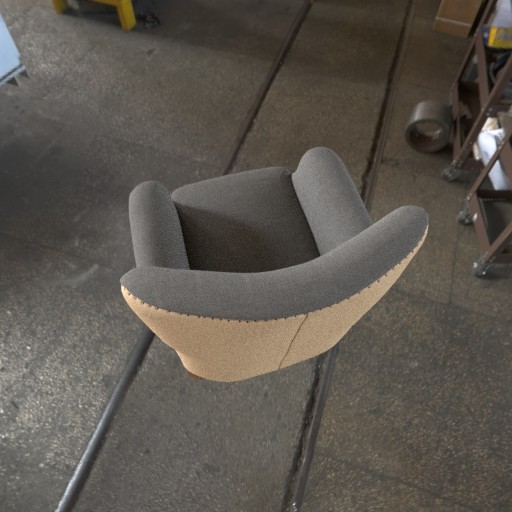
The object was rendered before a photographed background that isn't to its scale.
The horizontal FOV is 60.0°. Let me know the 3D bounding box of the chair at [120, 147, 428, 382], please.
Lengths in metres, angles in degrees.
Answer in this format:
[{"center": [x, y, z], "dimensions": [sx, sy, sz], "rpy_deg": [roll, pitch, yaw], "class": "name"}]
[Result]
[{"center": [0.000, 0.000, 1.668], "dimensions": [0.861, 0.936, 0.921], "rpy_deg": [-13, 58, -8], "class": "chair"}]
